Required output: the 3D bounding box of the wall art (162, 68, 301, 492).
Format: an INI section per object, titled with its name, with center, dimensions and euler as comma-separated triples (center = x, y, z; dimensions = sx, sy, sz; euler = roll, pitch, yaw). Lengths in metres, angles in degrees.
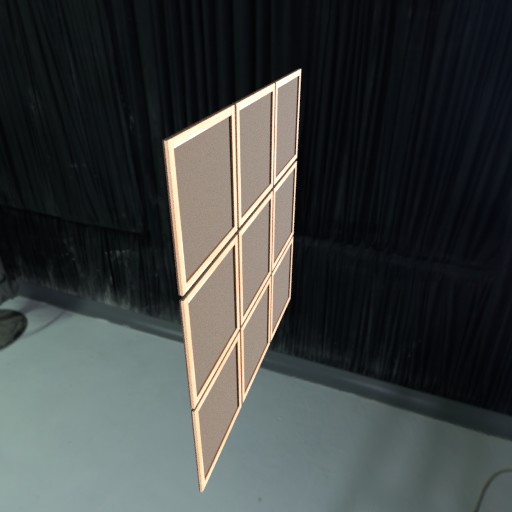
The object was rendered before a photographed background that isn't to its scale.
[wall art]
center = 0.000, 0.000, 1.730
dimensions = 0.013, 1.218, 1.216
euler = 9, 31, 16
